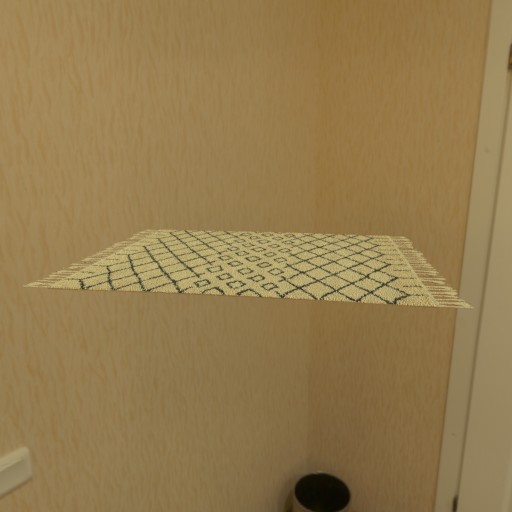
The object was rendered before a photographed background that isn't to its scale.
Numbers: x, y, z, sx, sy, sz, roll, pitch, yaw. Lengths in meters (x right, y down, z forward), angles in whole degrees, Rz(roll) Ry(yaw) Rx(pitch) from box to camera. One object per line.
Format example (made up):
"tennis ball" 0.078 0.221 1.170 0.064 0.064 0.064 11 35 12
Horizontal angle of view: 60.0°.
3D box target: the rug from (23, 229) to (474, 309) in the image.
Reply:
"rug" 0.000 0.000 4.248 3.213 0.030 2.388 2 14 8
